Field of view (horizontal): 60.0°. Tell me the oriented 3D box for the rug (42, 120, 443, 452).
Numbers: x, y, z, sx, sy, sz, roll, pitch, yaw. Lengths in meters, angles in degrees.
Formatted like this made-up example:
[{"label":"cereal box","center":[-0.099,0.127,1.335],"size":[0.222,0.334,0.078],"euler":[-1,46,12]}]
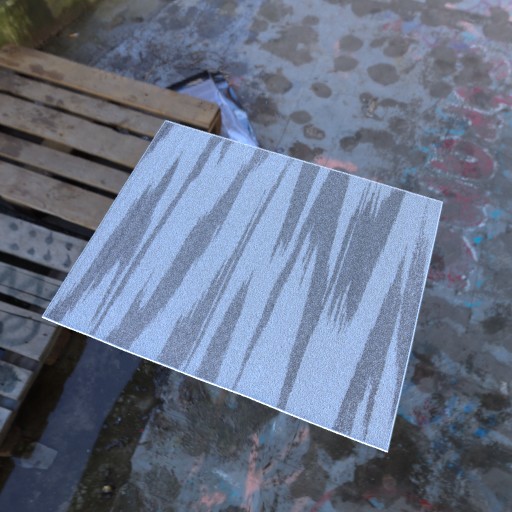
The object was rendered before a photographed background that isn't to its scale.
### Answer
[{"label":"rug","center":[0.000,0.000,3.966],"size":[2.945,0.014,2.353],"euler":[19,64,9]}]
